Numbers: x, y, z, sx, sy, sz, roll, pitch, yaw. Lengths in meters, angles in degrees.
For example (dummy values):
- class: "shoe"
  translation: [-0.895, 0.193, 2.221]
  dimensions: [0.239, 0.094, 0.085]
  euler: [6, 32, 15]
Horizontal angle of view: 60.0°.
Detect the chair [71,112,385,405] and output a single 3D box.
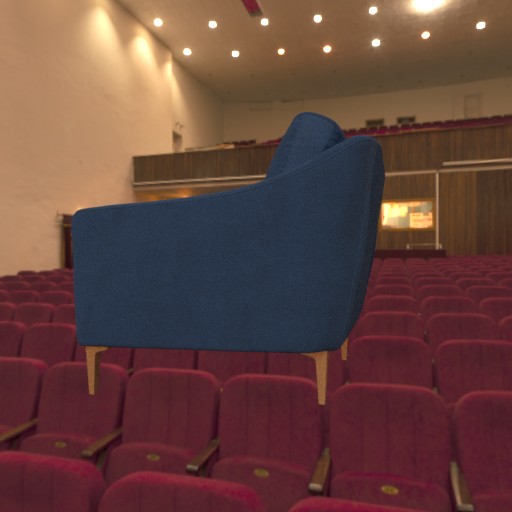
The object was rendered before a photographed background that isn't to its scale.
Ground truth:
- class: "chair"
  translation: [0.000, 0.000, 1.730]
  dimensions: [0.961, 0.899, 0.987]
  euler: [0, 0, 17]
